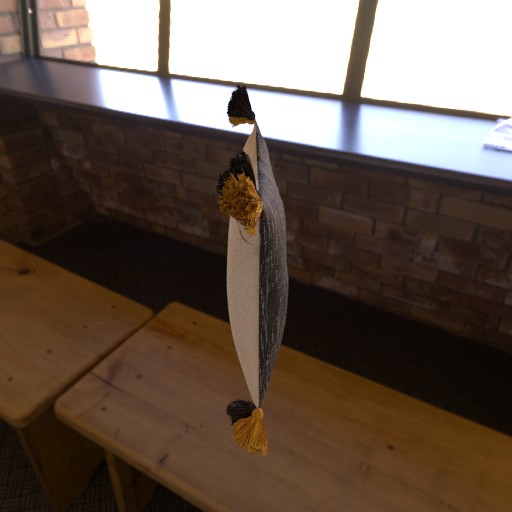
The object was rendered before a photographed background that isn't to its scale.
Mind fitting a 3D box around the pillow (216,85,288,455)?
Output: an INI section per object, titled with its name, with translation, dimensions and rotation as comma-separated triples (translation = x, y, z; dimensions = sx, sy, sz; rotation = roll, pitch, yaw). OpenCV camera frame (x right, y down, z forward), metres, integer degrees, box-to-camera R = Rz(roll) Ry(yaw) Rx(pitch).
[pillow]
translation = 0.000, 0.000, 1.013
dimensions = 0.139, 0.659, 0.654
rotation = -1, 33, -1
